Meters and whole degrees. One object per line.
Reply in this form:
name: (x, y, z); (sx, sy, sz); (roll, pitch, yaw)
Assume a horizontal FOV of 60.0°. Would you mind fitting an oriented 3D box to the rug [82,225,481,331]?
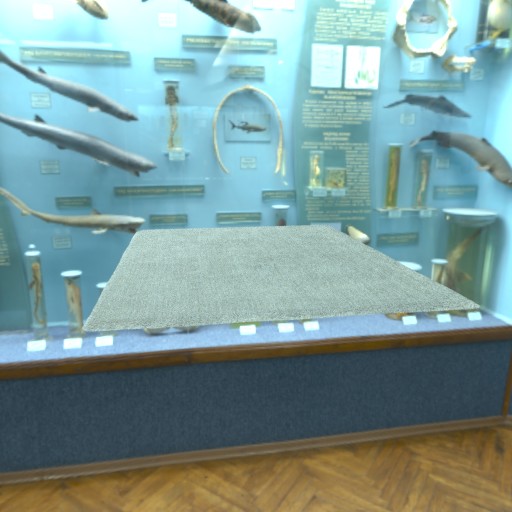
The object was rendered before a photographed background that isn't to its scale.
rug: (0.000, 0.000, 3.881); (2.332, 0.027, 2.933); (-2, 14, -9)
